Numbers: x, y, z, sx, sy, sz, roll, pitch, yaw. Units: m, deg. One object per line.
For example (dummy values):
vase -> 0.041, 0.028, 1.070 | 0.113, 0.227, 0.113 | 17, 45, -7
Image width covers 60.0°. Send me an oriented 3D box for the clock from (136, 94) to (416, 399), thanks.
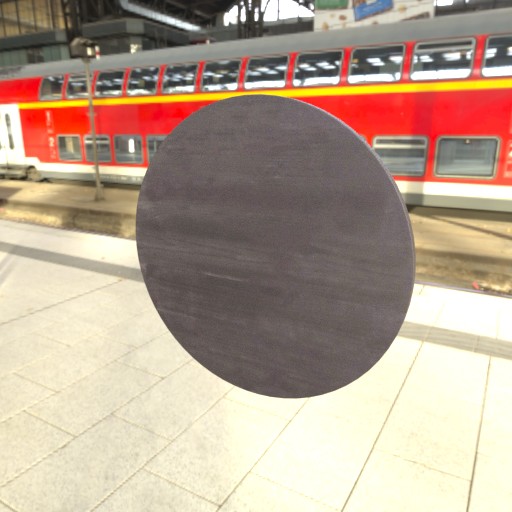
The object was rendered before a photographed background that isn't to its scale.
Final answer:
clock -> 0.000, 0.000, 0.869 | 0.595, 0.595, 0.029 | 8, 18, 27
